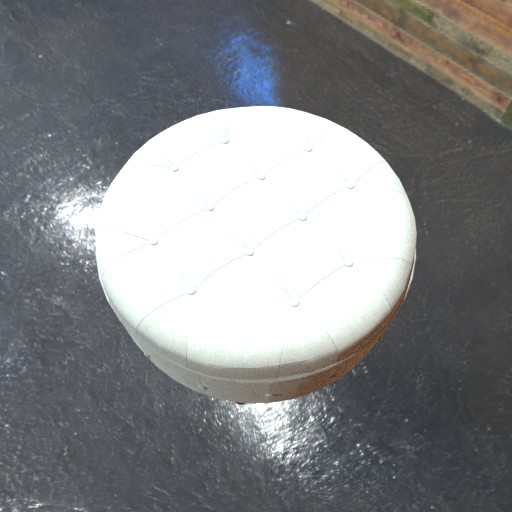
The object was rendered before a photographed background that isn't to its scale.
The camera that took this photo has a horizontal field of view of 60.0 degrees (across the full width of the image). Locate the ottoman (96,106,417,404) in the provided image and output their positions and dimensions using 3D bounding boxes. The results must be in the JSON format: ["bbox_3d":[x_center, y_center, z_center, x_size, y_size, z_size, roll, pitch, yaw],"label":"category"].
[{"bbox_3d":[0.000,0.000,1.335,0.850,0.483,0.850,0,59,0],"label":"ottoman"}]
